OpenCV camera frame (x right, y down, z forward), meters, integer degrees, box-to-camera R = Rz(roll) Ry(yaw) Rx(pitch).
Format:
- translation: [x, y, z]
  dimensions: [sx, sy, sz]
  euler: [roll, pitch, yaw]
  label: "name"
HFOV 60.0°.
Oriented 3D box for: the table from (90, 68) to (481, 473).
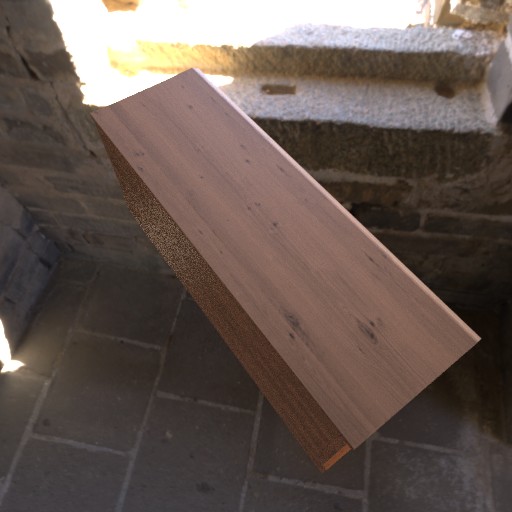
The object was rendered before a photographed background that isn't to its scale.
- translation: [0.000, 0.000, 1.409]
  dimensions: [0.400, 0.510, 1.200]
  euler: [-32, 64, -18]
  label: "table"
